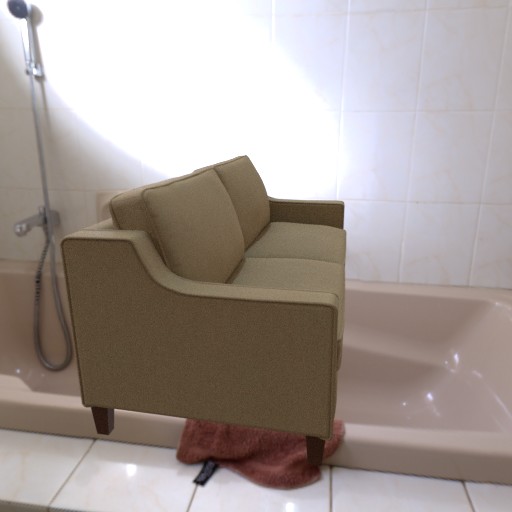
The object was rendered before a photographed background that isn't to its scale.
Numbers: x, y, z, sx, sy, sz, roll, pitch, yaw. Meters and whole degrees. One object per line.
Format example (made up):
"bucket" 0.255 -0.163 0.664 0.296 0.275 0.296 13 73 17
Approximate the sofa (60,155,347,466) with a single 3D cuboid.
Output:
"sofa" 0.000 0.000 2.670 1.066 1.071 2.178 3 17 11
